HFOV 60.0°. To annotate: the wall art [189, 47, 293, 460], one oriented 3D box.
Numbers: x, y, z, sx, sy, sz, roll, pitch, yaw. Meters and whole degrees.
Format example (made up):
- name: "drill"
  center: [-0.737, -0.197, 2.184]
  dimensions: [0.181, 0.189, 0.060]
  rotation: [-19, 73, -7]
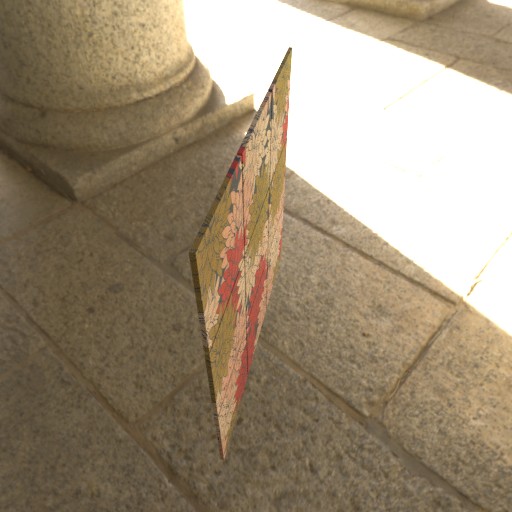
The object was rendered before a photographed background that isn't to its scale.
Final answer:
- name: "wall art"
  center: [0.000, 0.000, 1.361]
  dimensions: [0.013, 0.913, 0.904]
  rotation: [10, 46, 9]
